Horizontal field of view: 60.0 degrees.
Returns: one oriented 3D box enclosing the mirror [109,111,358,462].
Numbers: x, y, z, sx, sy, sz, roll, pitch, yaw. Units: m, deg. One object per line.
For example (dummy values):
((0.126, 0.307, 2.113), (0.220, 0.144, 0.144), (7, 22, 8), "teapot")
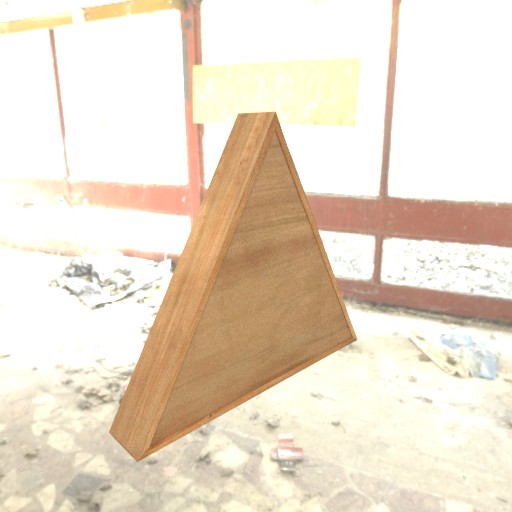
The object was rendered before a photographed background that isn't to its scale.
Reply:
((0.000, 0.000, 0.888), (0.631, 0.548, 0.100), (-14, 21, -42), "mirror")
